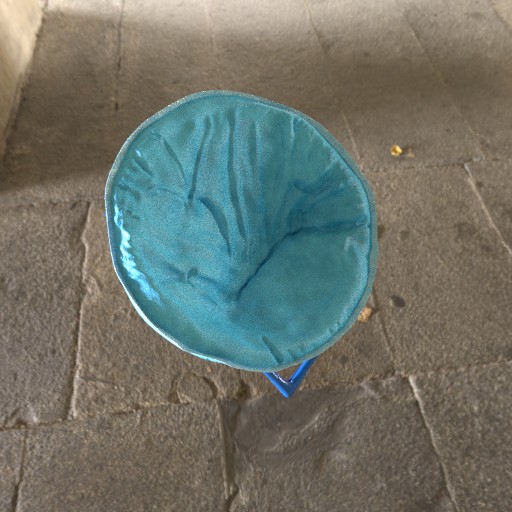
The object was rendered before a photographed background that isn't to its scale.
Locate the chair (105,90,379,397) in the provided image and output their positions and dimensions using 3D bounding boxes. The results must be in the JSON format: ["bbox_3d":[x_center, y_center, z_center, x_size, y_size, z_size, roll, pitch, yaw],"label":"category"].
[{"bbox_3d":[0.000,0.000,0.898,0.465,0.478,0.520,33,63,19],"label":"chair"}]
